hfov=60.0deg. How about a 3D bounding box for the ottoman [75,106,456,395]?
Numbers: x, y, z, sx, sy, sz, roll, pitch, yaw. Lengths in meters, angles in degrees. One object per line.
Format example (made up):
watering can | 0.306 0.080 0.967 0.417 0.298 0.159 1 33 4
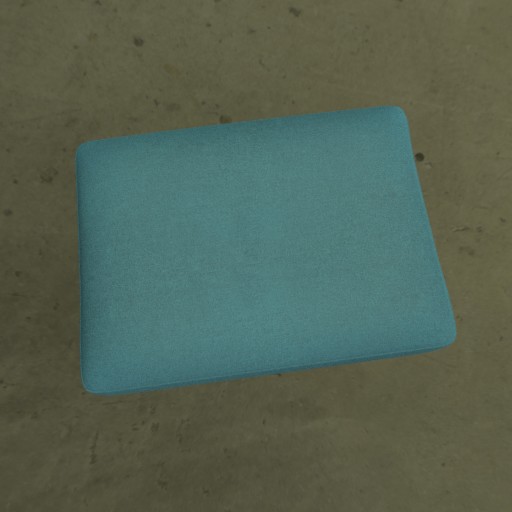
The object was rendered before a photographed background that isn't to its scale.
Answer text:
ottoman | 0.000 0.000 1.063 0.749 0.428 0.549 -7 76 -2
